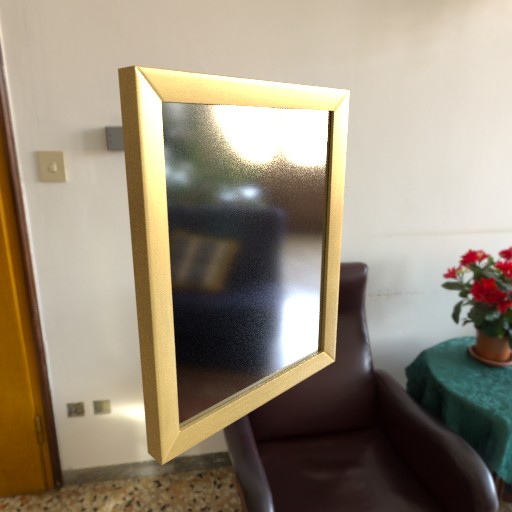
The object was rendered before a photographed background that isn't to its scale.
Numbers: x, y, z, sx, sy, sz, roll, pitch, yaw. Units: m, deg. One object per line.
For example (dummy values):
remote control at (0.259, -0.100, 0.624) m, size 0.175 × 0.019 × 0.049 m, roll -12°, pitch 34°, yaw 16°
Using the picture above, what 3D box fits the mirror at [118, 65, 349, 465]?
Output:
mirror at (0.000, 0.000, 0.689) m, size 0.405 × 0.508 × 0.041 m, roll -15°, pitch 22°, yaw -43°
